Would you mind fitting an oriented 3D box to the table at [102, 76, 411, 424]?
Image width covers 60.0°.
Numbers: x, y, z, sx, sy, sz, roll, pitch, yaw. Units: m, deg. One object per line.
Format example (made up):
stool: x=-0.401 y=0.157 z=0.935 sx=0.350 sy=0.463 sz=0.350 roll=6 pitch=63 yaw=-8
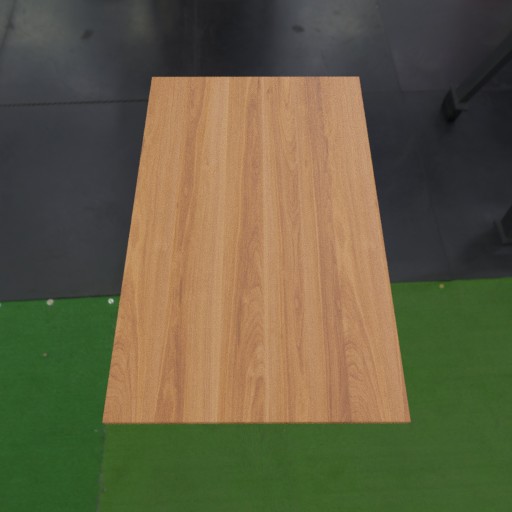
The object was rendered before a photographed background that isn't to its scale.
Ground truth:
table: x=0.000 y=0.000 z=1.478 sx=0.700 sy=0.510 sz=1.100 roll=0 pitch=63 yaw=0
